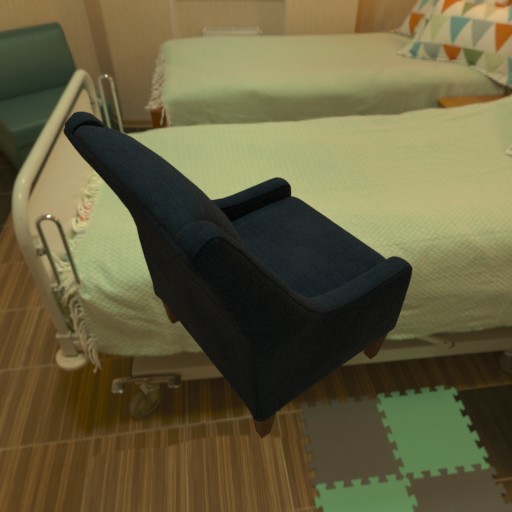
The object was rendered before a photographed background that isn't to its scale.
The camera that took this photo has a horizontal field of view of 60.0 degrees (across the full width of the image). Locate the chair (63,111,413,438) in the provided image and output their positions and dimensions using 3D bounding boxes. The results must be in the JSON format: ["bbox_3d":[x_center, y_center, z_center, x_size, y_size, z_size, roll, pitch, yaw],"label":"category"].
[{"bbox_3d":[0.000,0.000,1.579,0.870,1.014,0.774,-26,48,-27],"label":"chair"}]
